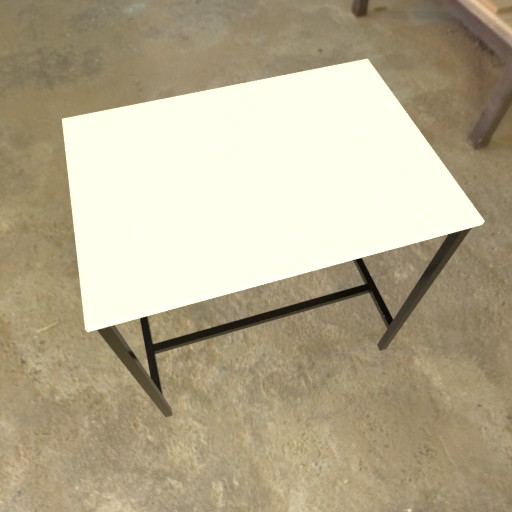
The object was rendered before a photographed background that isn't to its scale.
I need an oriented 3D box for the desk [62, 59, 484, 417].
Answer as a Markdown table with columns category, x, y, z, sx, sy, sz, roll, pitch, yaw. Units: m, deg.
| category | x | y | z | sx | sy | sz | roll | pitch | yaw |
| --- | --- | --- | --- | --- | --- | --- | --- | --- | --- |
| desk | 0.000 | 0.000 | 1.321 | 0.811 | 0.766 | 0.573 | -15 | 59 | -9 |
